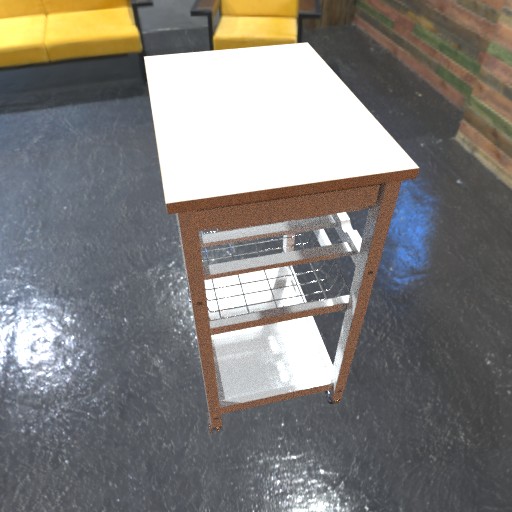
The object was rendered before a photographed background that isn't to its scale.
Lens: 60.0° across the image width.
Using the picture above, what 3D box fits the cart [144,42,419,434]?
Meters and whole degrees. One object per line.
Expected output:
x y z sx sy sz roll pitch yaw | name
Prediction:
0.000 0.000 1.178 0.406 0.857 0.578 -9 45 -9 | cart
